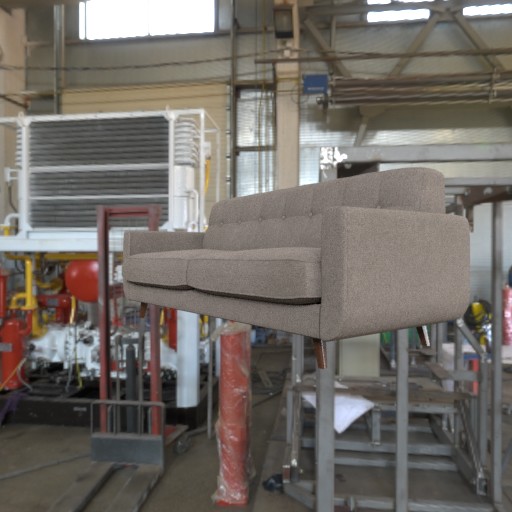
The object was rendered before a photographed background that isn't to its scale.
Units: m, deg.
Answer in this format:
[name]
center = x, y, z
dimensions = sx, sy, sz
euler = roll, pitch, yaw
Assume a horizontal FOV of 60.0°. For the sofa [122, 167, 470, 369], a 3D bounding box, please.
[sofa]
center = 0.000, 0.000, 2.537
dimensions = 0.909, 0.841, 2.029
euler = 0, 0, -37
